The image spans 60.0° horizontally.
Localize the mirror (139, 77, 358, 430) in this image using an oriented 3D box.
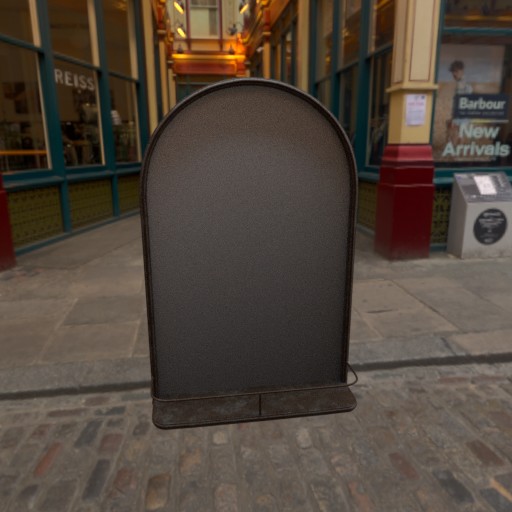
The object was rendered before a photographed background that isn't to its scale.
[{"bbox_3d":[0.000,0.000,1.005,0.510,0.770,0.137,-2,15,-9],"label":"mirror"}]
